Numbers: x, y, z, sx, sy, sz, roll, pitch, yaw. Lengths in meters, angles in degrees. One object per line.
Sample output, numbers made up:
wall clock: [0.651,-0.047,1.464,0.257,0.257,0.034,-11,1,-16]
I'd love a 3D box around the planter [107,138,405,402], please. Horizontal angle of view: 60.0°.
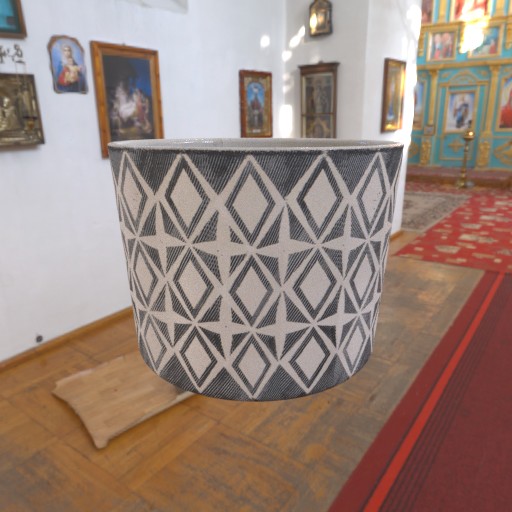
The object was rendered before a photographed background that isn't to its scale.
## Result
planter: [0.000,0.000,0.438,0.260,0.220,0.260,0,16,0]
